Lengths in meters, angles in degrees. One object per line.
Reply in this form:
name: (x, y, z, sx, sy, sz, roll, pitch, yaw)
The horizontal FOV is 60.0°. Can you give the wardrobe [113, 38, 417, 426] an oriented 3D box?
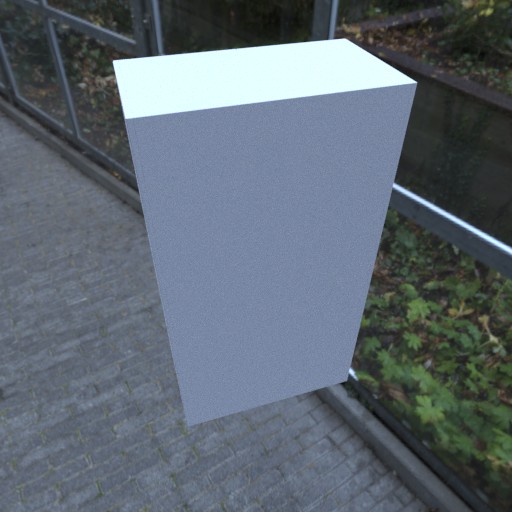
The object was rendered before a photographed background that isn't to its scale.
wardrobe: (0.000, 0.000, 2.220, 0.991, 1.808, 0.577, -12, 42, -13)
